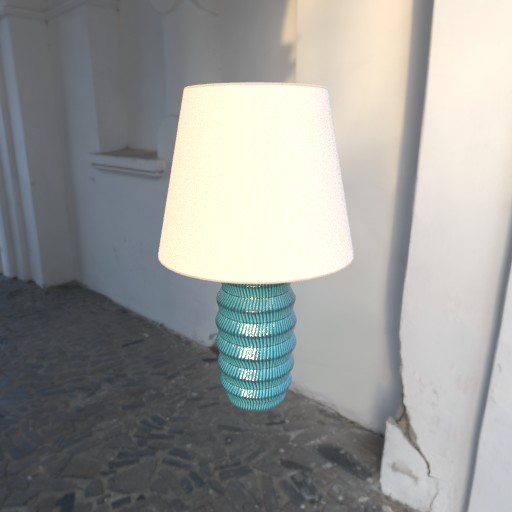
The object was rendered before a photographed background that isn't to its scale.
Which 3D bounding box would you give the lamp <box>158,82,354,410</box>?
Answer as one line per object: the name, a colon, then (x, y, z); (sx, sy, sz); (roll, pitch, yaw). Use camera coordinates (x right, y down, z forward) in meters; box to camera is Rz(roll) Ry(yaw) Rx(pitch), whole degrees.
lamp: (0.000, 0.000, 0.824); (0.355, 0.582, 0.355); (0, 16, 0)
